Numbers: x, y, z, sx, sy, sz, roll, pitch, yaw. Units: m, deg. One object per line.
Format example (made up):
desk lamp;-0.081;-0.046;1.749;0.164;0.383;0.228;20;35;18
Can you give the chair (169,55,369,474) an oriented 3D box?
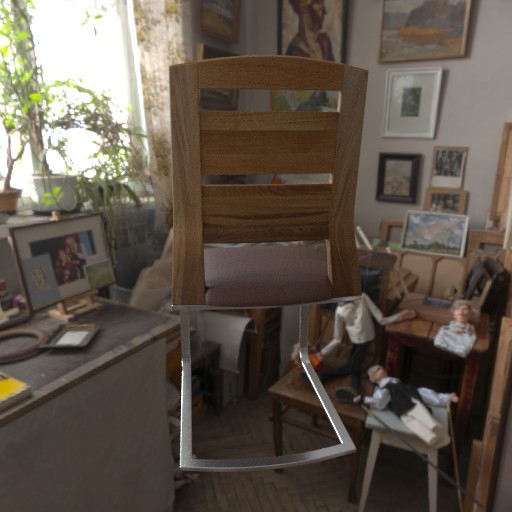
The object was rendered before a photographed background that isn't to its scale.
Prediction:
chair;0.000;0.000;1.250;0.460;0.970;0.570;-2;16;-8
